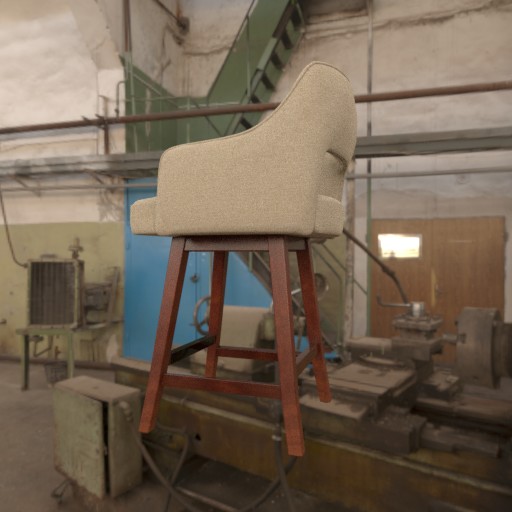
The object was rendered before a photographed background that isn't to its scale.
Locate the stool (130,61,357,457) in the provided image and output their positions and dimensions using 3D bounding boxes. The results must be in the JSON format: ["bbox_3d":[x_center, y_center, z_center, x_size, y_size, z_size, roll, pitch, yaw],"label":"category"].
[{"bbox_3d":[0.000,0.000,1.284,0.560,0.936,0.550,0,1,19],"label":"stool"}]
